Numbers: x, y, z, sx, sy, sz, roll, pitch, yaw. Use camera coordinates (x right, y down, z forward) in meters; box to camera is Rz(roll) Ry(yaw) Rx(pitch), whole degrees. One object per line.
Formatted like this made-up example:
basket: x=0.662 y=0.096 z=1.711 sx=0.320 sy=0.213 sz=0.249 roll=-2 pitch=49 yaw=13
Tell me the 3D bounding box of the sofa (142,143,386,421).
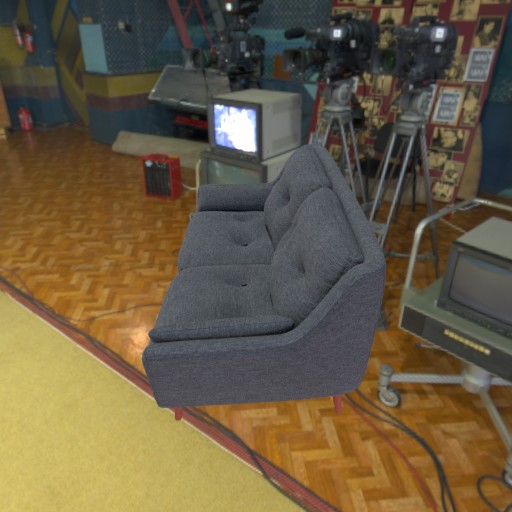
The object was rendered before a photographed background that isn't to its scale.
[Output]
sofa: x=0.000 y=0.000 z=2.529 sx=0.975 sy=0.896 sz=1.929 roll=0 pitch=28 yaw=0
